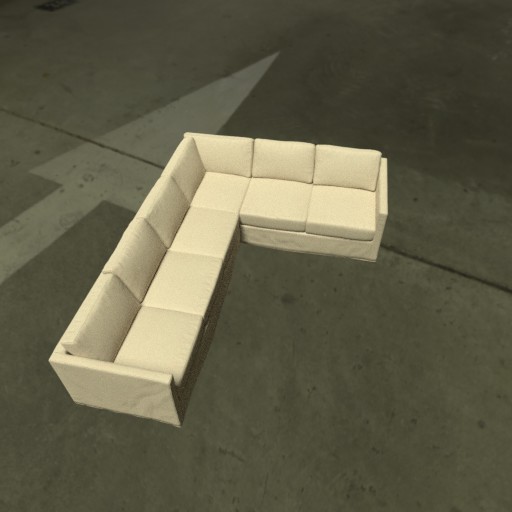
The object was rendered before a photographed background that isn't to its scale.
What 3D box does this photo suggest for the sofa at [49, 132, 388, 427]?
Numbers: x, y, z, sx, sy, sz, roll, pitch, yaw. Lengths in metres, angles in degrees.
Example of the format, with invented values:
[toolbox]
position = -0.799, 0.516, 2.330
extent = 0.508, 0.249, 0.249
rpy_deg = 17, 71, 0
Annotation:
[sofa]
position = 0.000, 0.000, 4.289
extent = 2.432, 0.871, 3.182
rpy_deg = 8, 46, 8
